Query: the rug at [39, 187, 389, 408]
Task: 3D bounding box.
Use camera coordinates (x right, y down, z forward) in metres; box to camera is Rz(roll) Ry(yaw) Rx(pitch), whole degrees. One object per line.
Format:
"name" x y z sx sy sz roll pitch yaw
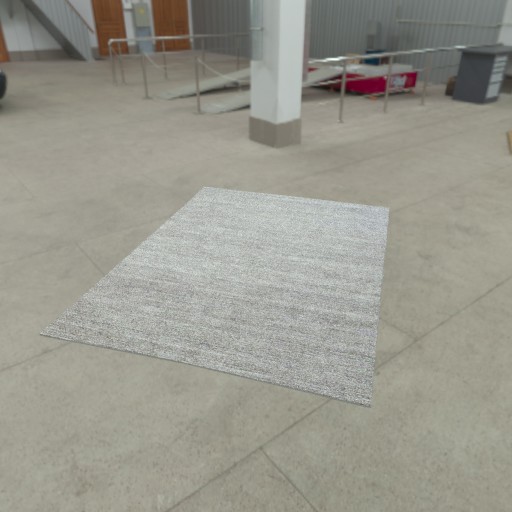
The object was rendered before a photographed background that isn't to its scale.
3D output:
"rug" 0.000 0.000 4.341 2.434 0.045 3.202 9 31 15
